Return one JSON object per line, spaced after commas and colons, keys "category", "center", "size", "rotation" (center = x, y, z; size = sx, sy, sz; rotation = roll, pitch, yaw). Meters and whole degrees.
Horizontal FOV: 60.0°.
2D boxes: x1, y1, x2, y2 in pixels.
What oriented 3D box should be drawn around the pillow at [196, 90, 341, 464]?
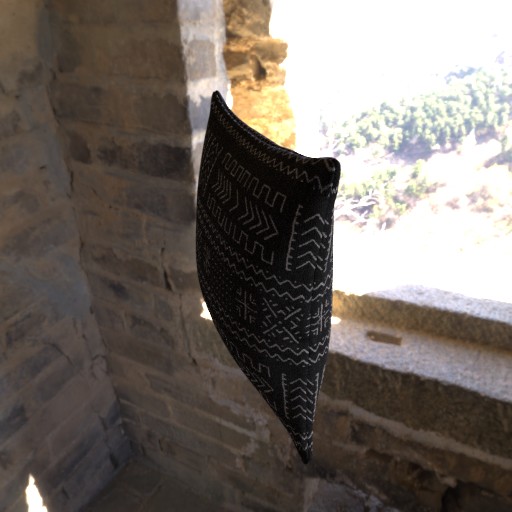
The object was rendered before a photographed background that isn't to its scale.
{"category": "pillow", "center": [0.000, 0.000, 0.682], "size": [0.164, 0.430, 0.438], "rotation": [-10, 31, -17]}
